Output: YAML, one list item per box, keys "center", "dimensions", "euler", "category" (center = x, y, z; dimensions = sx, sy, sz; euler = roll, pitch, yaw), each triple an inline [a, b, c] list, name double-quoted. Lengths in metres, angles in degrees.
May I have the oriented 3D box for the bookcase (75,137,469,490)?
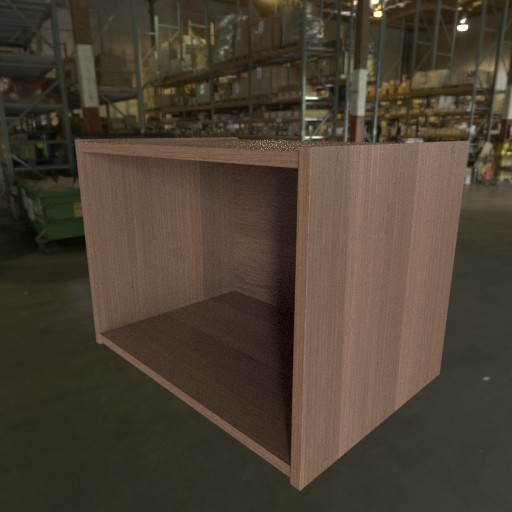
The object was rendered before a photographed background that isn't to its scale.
- center: [0.000, 0.000, 0.603]
  dimensions: [0.290, 0.305, 0.415]
  euler: [-15, 22, -42]
  category: "bookcase"
